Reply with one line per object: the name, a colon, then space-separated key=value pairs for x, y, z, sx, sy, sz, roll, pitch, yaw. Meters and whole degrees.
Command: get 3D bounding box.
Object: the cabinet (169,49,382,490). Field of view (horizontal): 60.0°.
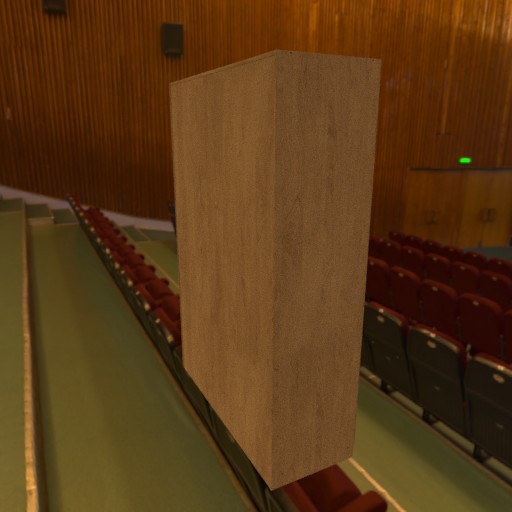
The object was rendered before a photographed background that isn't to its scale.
cabinet: x=0.000 y=0.000 z=2.495 sx=0.510 sy=1.910 sz=1.290 roll=-8 pitch=18 yaw=-26
